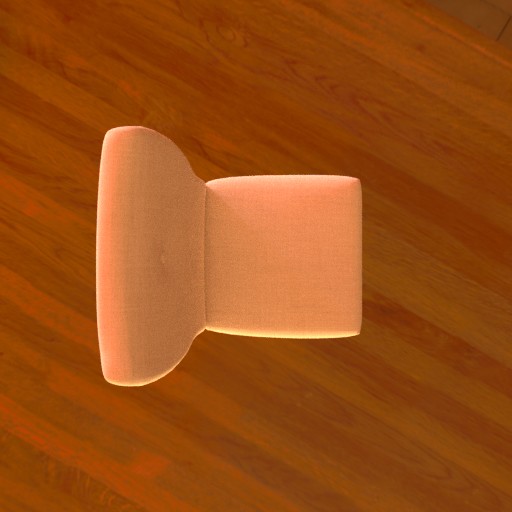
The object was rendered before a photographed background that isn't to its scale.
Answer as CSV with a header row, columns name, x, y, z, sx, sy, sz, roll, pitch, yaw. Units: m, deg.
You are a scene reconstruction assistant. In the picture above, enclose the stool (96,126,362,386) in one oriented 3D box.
name,x,y,z,sx,sy,sz,roll,pitch,yaw
stool,0.000,0.000,1.317,0.603,0.972,0.514,0,90,1
